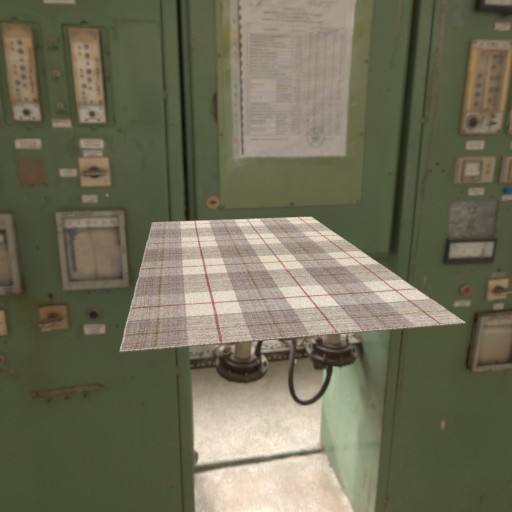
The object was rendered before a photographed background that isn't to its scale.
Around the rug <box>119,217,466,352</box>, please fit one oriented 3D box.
[{"bbox_3d":[0.000,0.000,3.064,1.549,0.010,2.464,-3,17,-10],"label":"rug"}]
